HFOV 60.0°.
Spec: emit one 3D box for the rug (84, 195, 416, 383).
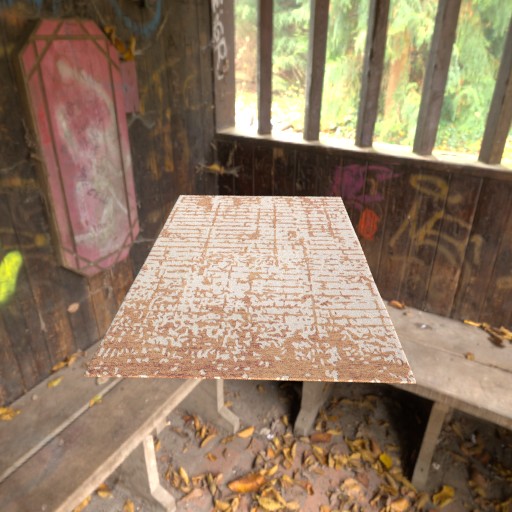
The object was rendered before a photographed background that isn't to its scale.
[{"bbox_3d":[0.000,0.000,3.095,1.517,0.011,2.435,1,27,2],"label":"rug"}]
